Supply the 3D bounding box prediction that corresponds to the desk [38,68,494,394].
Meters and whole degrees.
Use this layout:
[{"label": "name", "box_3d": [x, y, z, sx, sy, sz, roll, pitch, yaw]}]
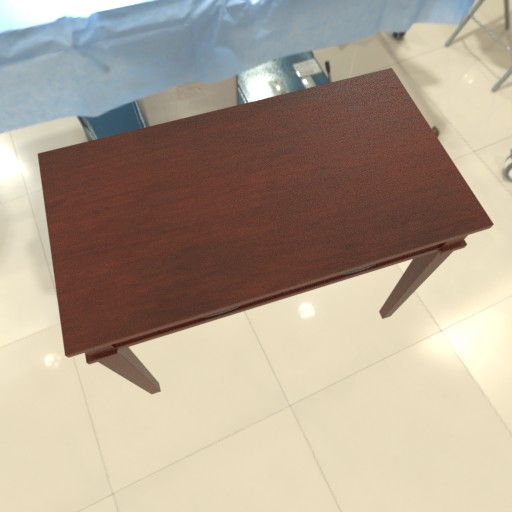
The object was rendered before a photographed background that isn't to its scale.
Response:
[{"label": "desk", "box_3d": [0.000, 0.000, 1.431, 1.001, 0.762, 0.549, -16, 65, -8]}]
